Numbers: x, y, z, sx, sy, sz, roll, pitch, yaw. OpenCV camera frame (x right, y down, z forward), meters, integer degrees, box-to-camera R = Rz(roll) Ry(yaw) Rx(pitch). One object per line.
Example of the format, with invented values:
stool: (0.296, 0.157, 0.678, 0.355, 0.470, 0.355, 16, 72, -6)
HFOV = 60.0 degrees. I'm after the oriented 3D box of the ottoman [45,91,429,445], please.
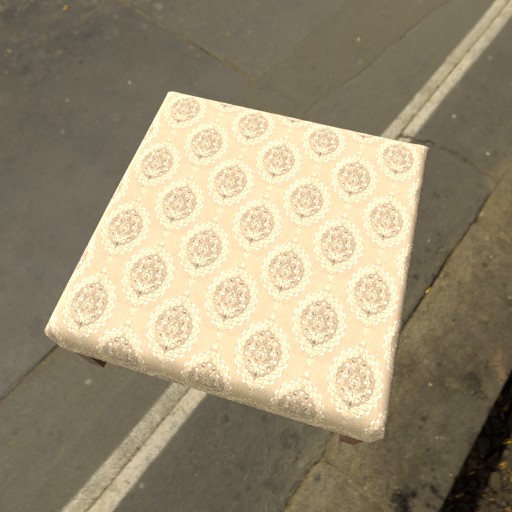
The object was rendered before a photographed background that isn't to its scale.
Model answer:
ottoman: (0.000, 0.000, 1.403, 0.889, 0.411, 0.890, 15, 64, 7)
